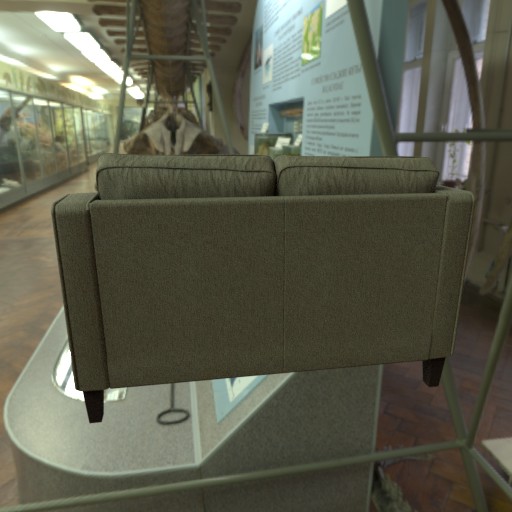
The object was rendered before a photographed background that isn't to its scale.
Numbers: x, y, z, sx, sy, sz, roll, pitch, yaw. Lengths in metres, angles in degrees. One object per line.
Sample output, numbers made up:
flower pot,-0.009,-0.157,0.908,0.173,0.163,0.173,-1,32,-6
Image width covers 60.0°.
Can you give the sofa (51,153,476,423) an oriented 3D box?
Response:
sofa,0.000,0.000,2.082,1.503,0.981,0.985,-3,16,-10
